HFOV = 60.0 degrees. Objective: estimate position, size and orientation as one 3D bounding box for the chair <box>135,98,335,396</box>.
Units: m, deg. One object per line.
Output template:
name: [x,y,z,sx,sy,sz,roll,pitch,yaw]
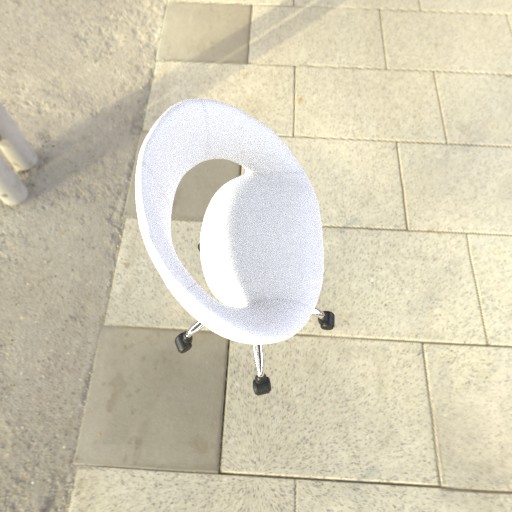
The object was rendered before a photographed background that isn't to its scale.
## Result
chair: [0.000,0.000,1.199,0.538,0.791,0.612,1,64,0]
